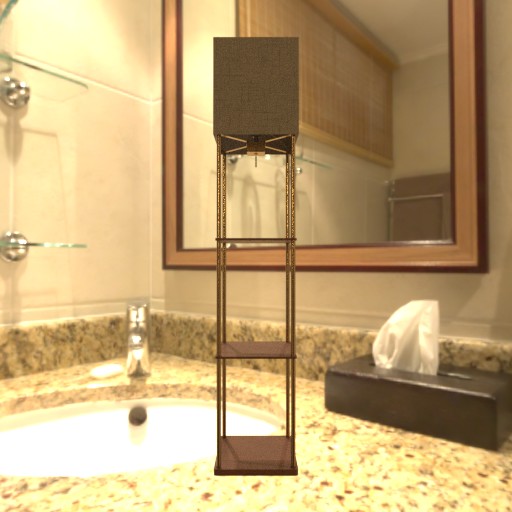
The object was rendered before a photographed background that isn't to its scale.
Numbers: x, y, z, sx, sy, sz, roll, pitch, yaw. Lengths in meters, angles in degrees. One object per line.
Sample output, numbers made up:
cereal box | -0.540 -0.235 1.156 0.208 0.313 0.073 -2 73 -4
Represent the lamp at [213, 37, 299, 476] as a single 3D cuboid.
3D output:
lamp | 0.000 0.000 1.738 0.308 1.569 0.310 0 0 0
